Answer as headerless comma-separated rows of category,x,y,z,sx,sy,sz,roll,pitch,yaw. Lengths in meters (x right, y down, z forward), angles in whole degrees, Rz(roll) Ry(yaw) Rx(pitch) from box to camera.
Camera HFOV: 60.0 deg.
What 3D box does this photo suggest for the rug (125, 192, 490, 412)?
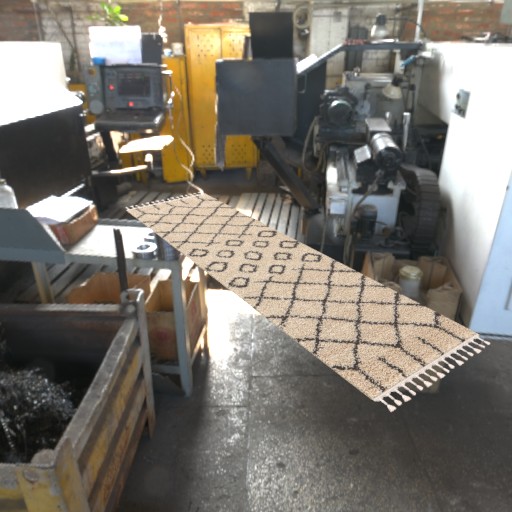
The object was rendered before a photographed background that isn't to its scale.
rug,0.000,0.000,2.555,0.660,0.005,2.464,-18,31,-31
